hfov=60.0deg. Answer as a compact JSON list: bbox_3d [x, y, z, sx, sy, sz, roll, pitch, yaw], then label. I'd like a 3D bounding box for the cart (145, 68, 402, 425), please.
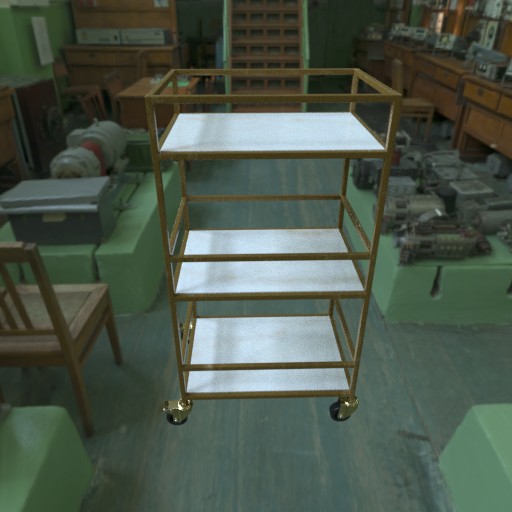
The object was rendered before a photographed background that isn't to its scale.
[{"bbox_3d":[0.000,0.000,1.020,0.483,0.761,0.332,-1,30,-1],"label":"cart"}]
